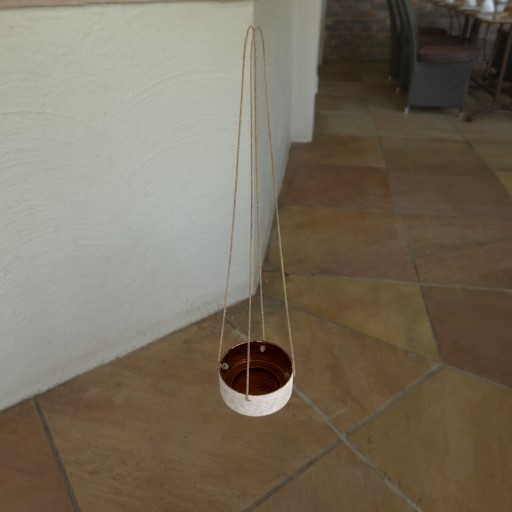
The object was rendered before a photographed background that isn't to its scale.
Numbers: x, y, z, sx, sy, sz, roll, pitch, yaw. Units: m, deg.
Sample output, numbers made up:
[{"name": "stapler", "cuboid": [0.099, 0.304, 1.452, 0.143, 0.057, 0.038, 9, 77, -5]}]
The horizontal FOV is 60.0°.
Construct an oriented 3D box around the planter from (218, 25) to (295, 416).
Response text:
[{"name": "planter", "cuboid": [0.000, 0.000, 1.112, 0.223, 1.030, 0.223, -19, 37, -27]}]
